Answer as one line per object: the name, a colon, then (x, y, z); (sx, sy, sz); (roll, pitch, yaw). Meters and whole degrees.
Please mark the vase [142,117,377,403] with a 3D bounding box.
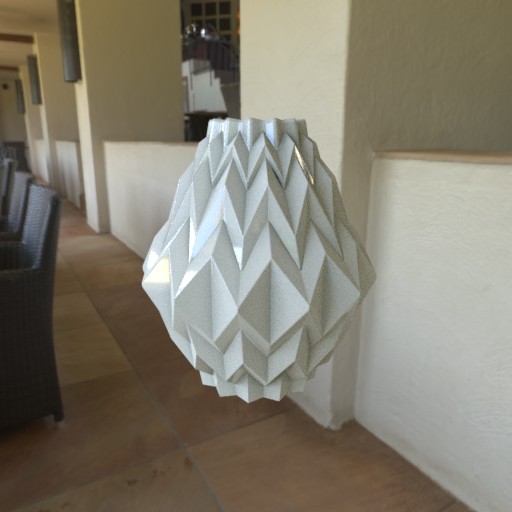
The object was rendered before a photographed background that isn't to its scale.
vase: (0.000, 0.000, 0.314); (0.164, 0.185, 0.164); (0, 15, 0)
